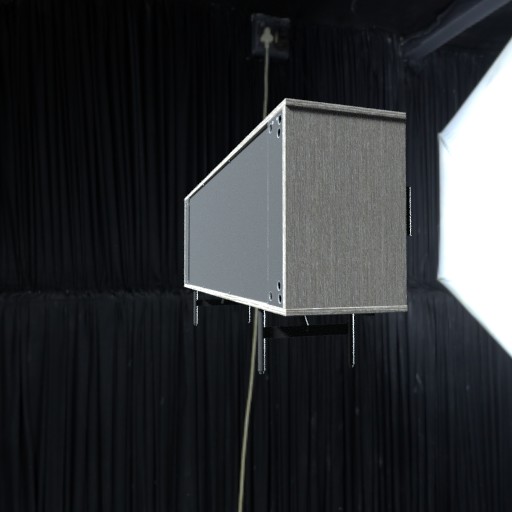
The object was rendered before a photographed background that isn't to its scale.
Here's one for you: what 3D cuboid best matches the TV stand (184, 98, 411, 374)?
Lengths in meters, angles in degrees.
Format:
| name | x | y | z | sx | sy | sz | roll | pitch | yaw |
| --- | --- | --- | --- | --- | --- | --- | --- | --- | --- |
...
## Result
| name | x | y | z | sx | sy | sz | roll | pitch | yaw |
| --- | --- | --- | --- | --- | --- | --- | --- | --- | --- |
| TV stand | 0.000 | 0.000 | 2.079 | 0.405 | 0.787 | 1.804 | 0 | -1 | -17 |
